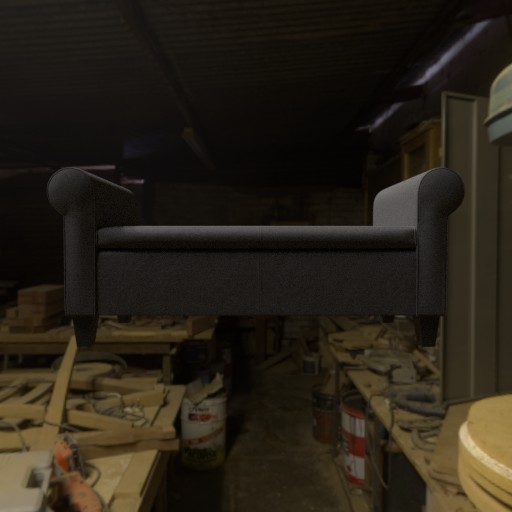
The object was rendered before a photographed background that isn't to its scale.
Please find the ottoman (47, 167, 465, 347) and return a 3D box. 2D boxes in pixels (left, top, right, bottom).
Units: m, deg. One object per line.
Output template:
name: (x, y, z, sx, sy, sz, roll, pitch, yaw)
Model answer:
ottoman: (0.000, 0.000, 1.585, 1.256, 0.547, 0.521, 0, 2, 0)
